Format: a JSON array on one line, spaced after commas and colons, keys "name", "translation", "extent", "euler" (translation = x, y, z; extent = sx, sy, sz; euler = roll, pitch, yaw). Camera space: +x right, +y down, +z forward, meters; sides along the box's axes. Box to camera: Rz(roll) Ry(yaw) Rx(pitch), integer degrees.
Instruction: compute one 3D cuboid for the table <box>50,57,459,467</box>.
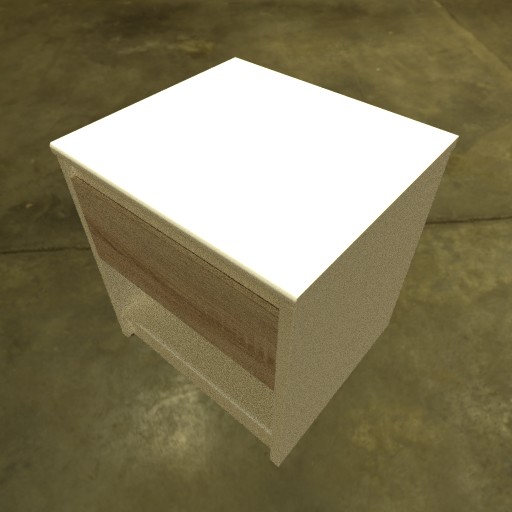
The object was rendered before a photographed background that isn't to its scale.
[{"name": "table", "translation": [0.000, 0.000, 0.776], "extent": [0.420, 0.460, 0.380], "euler": [31, 53, 27]}]
